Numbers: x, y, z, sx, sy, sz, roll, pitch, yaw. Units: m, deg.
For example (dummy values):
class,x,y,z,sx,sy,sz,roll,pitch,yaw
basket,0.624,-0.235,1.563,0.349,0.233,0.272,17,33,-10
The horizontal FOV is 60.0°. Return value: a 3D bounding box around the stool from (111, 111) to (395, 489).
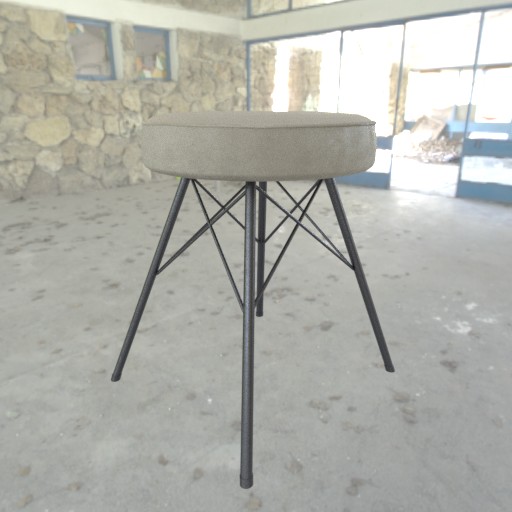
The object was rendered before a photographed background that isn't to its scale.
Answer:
class,x,y,z,sx,sy,sz,roll,pitch,yaw
stool,0.000,0.000,0.868,0.423,0.538,0.457,17,24,42
